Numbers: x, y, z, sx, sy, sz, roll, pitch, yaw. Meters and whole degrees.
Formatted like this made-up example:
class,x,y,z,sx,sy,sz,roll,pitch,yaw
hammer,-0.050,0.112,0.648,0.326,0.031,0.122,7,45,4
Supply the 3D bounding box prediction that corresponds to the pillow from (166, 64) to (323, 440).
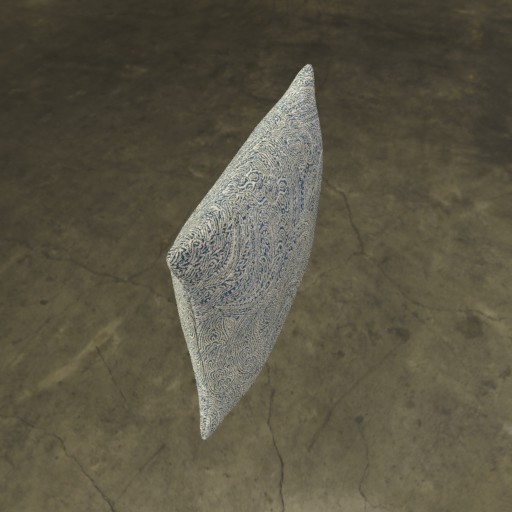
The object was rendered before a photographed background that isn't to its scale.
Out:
class,x,y,z,sx,sy,sz,roll,pitch,yaw
pillow,0.000,0.000,0.817,0.166,0.510,0.523,16,49,14
